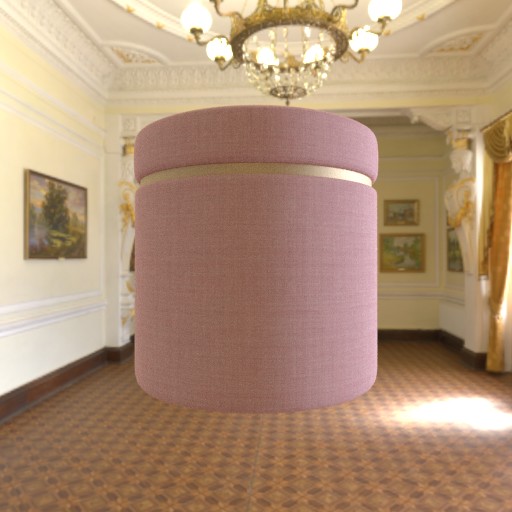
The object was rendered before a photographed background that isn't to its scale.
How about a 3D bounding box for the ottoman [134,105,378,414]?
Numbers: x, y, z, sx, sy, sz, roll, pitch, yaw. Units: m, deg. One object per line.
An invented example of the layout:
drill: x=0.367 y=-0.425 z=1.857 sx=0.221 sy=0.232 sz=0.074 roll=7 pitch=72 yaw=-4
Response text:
ottoman: x=0.000 y=0.000 z=0.752 sx=0.400 sy=0.406 sz=0.400 roll=0 pitch=0 yaw=0
